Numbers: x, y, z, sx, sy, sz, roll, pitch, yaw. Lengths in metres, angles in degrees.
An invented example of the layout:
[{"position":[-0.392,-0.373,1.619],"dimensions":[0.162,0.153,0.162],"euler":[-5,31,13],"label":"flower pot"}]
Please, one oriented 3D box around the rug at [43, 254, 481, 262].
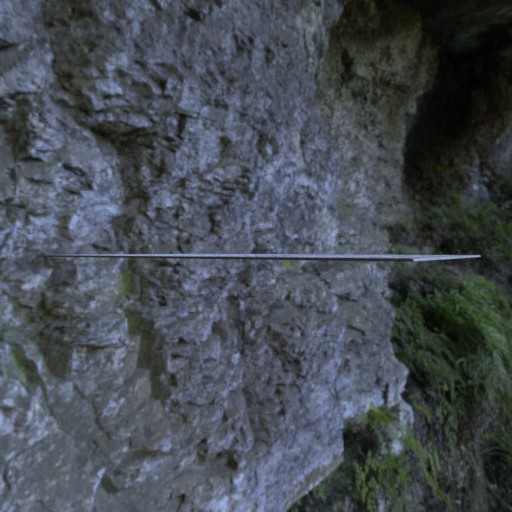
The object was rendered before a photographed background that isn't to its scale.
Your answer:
[{"position":[0.000,0.000,2.912],"dimensions":[2.444,0.012,1.526],"euler":[0,1,35],"label":"rug"}]
